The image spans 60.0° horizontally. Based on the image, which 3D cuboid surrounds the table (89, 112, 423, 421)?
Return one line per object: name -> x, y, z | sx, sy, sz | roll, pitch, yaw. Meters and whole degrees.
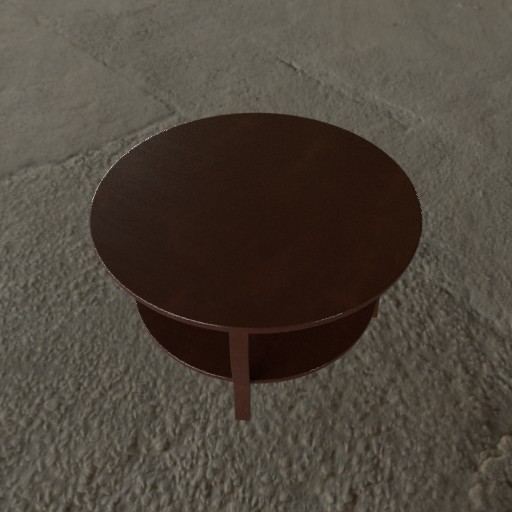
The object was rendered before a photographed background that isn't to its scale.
table -> 0.000, 0.000, 1.433 | 0.911, 0.512, 0.911 | 0, 46, 0
